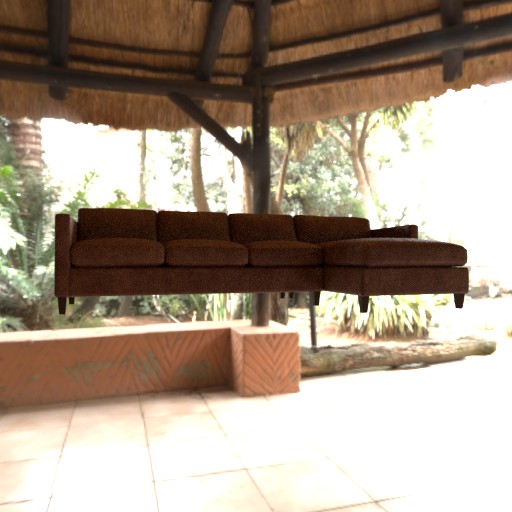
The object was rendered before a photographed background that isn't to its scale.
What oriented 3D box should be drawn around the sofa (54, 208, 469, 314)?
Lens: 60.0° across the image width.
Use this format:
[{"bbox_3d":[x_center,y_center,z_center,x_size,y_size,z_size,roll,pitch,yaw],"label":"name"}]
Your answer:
[{"bbox_3d":[0.000,0.000,3.874,3.203,0.883,1.581,0,-1,-18],"label":"sofa"}]
